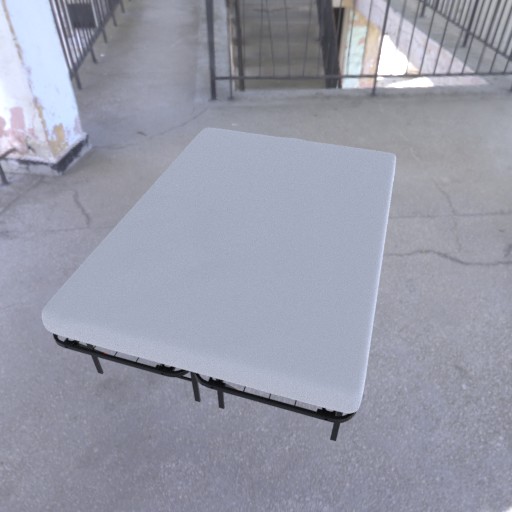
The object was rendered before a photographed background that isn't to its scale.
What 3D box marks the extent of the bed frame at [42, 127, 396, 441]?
[{"bbox_3d":[0.000,0.000,2.570,1.372,0.637,1.905,11,43,13],"label":"bed frame"}]
